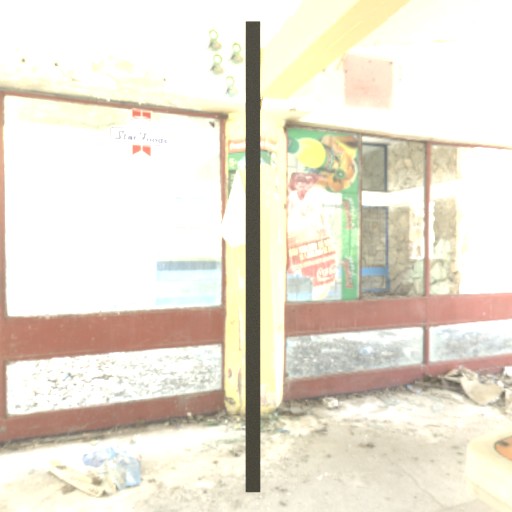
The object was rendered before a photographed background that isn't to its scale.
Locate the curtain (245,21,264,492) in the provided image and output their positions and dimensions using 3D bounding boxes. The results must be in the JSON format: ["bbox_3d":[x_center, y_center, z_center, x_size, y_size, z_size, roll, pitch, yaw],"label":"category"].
[{"bbox_3d":[0.000,0.000,0.792,0.027,0.585,0.483,0,1,0],"label":"curtain"}]
